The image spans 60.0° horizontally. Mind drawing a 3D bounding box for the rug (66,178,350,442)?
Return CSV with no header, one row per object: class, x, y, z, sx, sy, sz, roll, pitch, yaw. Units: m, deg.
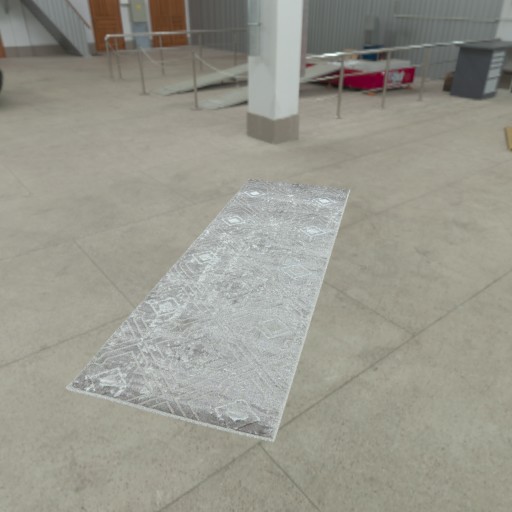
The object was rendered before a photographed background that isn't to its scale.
rug,0.000,0.000,2.587,0.832,0.035,2.381,8,31,14
